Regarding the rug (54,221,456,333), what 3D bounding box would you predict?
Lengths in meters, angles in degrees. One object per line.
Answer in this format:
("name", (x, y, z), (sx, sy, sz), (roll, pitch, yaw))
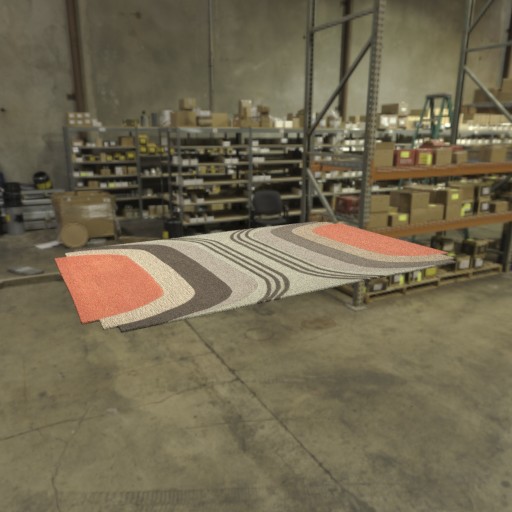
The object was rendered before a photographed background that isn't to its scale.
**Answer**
("rug", (0.000, 0.000, 3.051), (2.446, 0.017, 1.530), (-9, 18, -28))
